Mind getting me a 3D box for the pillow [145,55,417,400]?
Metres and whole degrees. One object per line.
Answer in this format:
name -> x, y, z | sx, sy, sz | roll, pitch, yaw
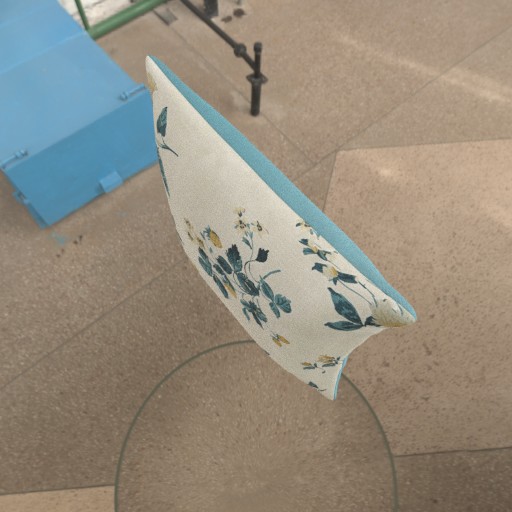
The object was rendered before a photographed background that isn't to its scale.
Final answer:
pillow -> 0.000, 0.000, 0.783 | 0.166, 0.507, 0.526 | -36, 69, -16
